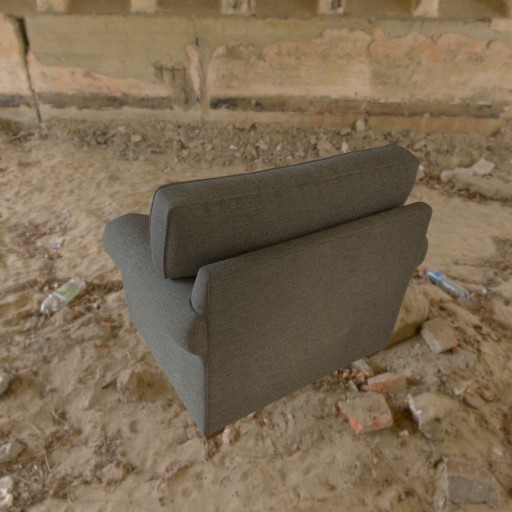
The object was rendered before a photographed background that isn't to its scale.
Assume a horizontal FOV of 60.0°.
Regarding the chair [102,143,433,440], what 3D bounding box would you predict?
[{"bbox_3d":[0.000,0.000,1.878,1.092,0.961,0.965,-17,34,-28],"label":"chair"}]
